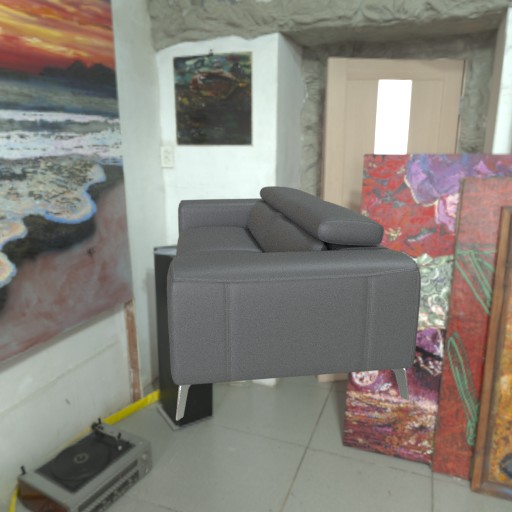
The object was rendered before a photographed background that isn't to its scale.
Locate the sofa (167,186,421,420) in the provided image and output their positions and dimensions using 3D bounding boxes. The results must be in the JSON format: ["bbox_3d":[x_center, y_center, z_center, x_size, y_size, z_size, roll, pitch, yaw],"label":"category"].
[{"bbox_3d":[0.000,0.000,2.829,1.023,0.759,2.321,-2,14,-8],"label":"sofa"}]
